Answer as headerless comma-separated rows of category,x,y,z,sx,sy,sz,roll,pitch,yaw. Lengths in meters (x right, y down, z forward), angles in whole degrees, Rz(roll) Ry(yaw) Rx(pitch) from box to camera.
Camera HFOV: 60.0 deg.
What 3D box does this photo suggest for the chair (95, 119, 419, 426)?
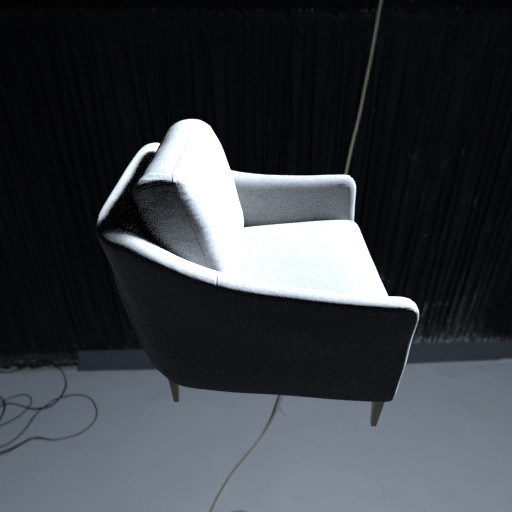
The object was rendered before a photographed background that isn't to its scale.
chair,0.000,0.000,1.725,0.961,0.902,0.986,0,32,-1
